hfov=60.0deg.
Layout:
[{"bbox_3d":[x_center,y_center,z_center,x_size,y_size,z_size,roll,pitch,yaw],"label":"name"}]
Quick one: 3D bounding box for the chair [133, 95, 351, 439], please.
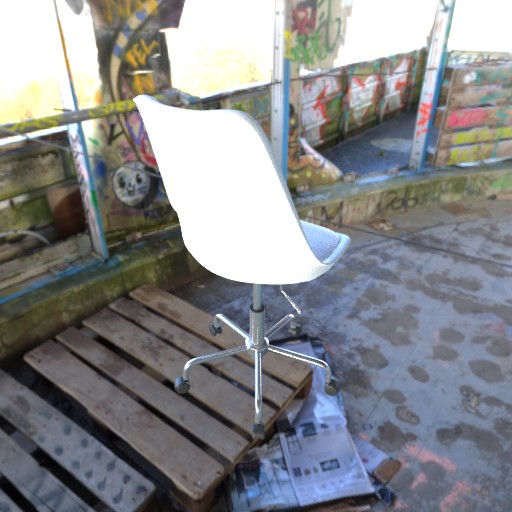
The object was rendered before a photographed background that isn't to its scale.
[{"bbox_3d":[0.000,0.000,1.281,0.550,0.930,0.550,21,36,31],"label":"chair"}]
